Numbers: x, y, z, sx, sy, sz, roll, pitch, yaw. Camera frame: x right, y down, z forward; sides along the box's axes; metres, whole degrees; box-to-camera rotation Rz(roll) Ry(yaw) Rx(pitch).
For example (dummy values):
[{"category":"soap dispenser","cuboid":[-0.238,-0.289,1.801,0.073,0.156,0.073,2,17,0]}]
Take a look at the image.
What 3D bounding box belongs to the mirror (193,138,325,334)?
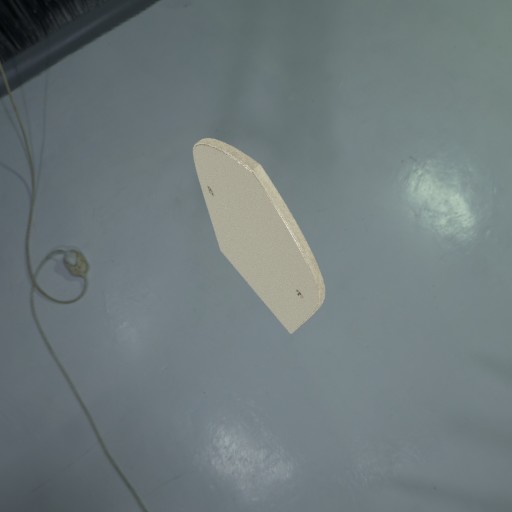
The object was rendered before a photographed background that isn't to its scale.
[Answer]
[{"category":"mirror","cuboid":[0.000,0.000,1.280,0.025,1.175,0.464,-39,79,-9]}]
